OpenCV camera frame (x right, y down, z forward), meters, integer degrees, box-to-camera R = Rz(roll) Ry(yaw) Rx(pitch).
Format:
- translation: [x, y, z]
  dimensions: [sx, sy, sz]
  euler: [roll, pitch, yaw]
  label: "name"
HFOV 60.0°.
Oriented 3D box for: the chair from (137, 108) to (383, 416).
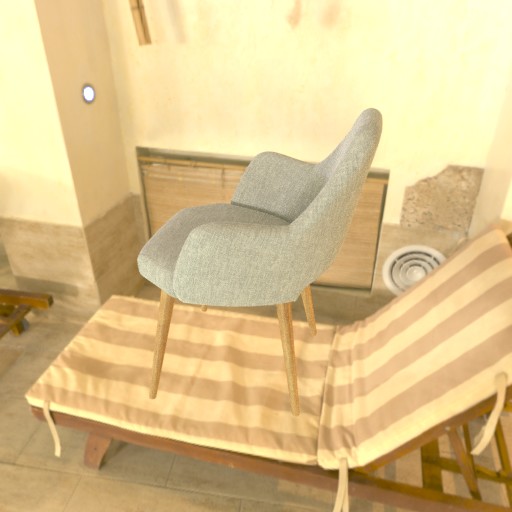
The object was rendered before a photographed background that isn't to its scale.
- translation: [0.000, 0.000, 1.299]
  dimensions: [0.610, 0.840, 0.590]
  euler: [7, 31, 13]
  label: "chair"
